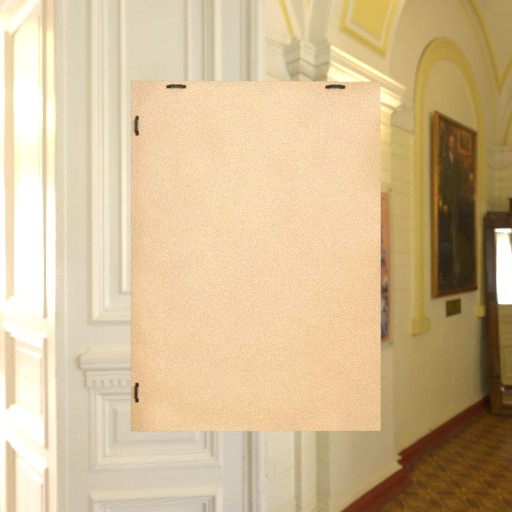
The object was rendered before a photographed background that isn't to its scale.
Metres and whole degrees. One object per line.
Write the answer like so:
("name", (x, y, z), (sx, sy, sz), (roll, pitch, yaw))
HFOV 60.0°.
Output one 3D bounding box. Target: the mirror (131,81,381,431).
("mirror", (0.000, 0.000, 0.914), (0.508, 0.711, 0.039), (0, 0, 0))
